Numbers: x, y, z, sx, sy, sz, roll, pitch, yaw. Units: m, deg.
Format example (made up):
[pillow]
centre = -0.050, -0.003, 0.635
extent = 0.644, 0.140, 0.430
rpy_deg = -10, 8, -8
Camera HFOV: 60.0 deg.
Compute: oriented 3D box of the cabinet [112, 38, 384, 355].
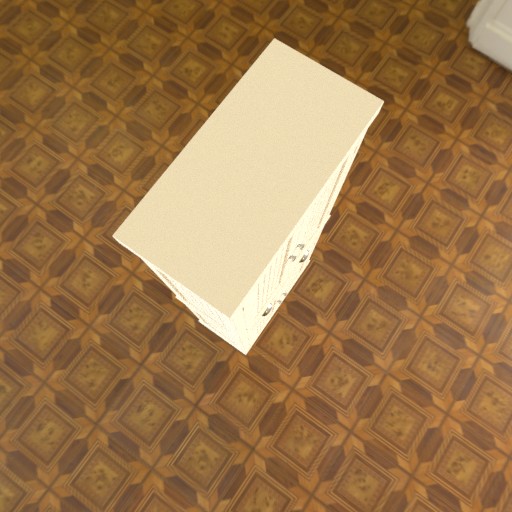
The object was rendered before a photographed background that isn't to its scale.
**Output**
[cabinet]
centre = 0.000, 0.000, 2.089
extent = 0.390, 1.829, 0.754
rpy_deg = 34, 77, 9
